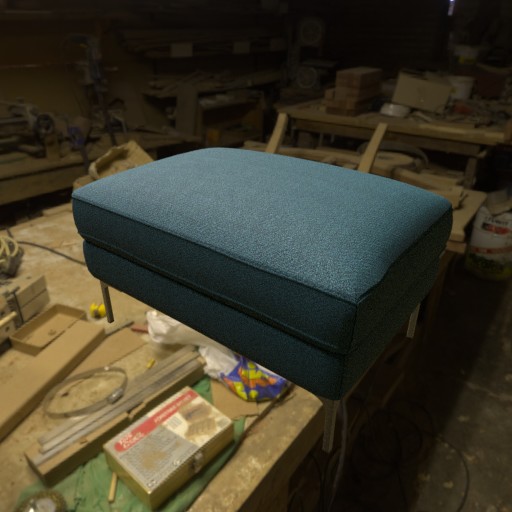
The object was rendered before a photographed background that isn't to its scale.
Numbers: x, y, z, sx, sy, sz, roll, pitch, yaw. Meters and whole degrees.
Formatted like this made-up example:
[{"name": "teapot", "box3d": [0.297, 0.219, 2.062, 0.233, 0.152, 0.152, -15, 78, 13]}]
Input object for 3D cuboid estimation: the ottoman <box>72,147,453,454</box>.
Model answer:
[{"name": "ottoman", "box3d": [0.000, 0.000, 1.213, 0.856, 0.498, 0.563, 20, 34, 33]}]
